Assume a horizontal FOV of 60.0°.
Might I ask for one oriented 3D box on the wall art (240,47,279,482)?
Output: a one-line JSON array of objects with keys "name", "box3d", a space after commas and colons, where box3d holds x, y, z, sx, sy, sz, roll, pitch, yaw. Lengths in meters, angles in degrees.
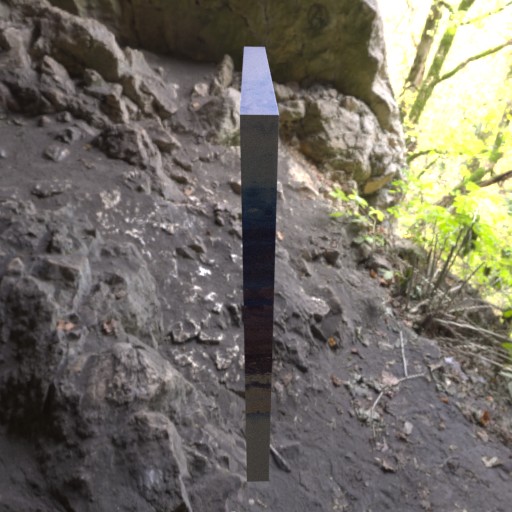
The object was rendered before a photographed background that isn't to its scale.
[{"name": "wall art", "box3d": [0.000, 0.000, 0.739, 0.036, 0.581, 0.437, 0, 33, -1]}]
